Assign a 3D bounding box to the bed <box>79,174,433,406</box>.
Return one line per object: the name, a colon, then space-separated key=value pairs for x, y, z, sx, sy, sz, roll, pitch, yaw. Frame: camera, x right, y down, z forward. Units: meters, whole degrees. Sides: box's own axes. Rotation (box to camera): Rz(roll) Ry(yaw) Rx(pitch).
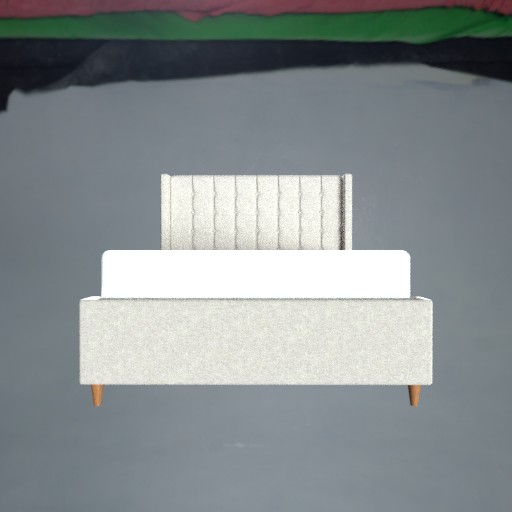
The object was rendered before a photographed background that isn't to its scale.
bed: x=0.000 y=0.000 z=3.727 sx=2.045 sy=1.743 sz=2.370 roll=0 pitch=0 yaw=0
